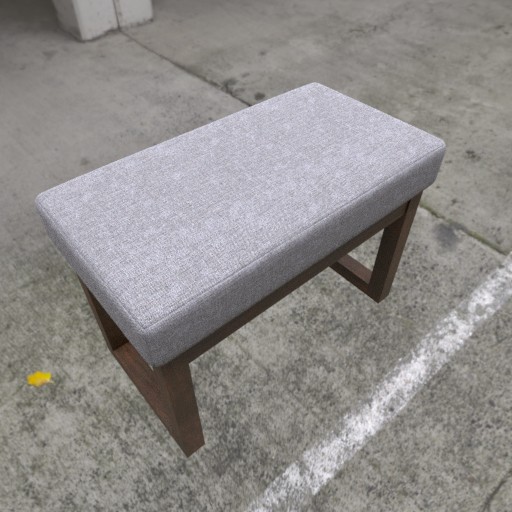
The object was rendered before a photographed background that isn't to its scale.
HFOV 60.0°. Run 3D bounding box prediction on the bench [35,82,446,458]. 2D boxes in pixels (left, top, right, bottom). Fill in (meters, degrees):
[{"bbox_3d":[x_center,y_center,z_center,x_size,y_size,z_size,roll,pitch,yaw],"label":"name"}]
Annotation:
[{"bbox_3d":[0.000,0.000,0.952,0.681,0.467,0.366,-31,53,-27],"label":"bench"}]
